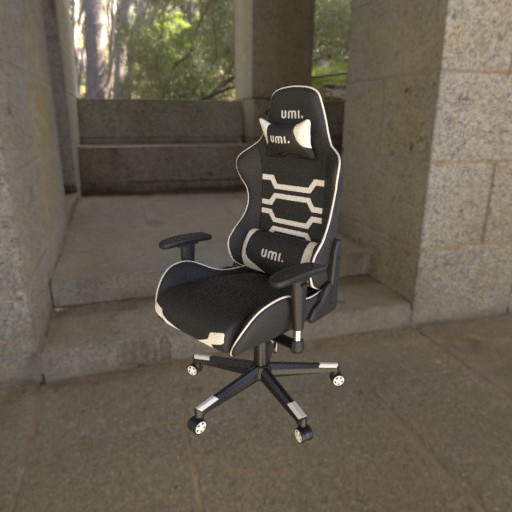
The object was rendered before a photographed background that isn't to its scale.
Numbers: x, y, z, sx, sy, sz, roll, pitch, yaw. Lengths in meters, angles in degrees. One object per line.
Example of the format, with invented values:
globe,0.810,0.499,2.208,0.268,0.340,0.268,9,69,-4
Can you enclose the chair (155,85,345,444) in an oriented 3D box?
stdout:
chair,0.000,0.000,1.700,0.700,1.240,0.700,16,24,42
